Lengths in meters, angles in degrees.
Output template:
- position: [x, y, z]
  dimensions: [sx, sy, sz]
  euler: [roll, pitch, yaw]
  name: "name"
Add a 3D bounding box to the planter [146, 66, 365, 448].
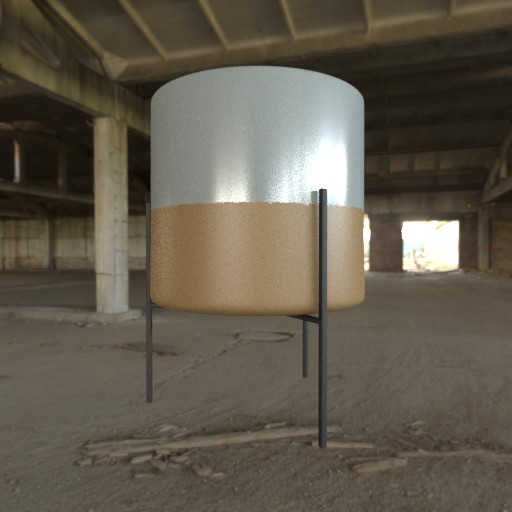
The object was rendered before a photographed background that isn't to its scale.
- position: [0.000, 0.000, 0.649]
  dimensions: [0.310, 0.432, 0.310]
  euler: [0, 1, 17]
  name: "planter"
